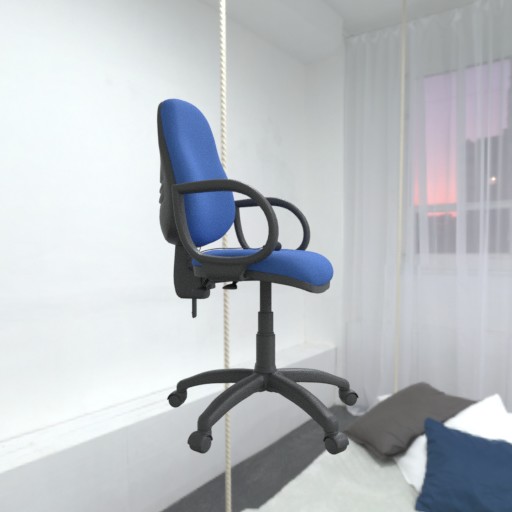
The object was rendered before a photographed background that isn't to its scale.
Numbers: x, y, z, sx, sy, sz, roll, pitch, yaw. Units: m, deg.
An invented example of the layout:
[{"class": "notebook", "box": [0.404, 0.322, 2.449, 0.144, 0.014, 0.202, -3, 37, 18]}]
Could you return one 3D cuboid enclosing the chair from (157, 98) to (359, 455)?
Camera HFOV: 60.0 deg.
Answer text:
[{"class": "chair", "box": [0.000, 0.000, 1.247, 0.549, 0.905, 0.552, 0, 2, 17]}]
